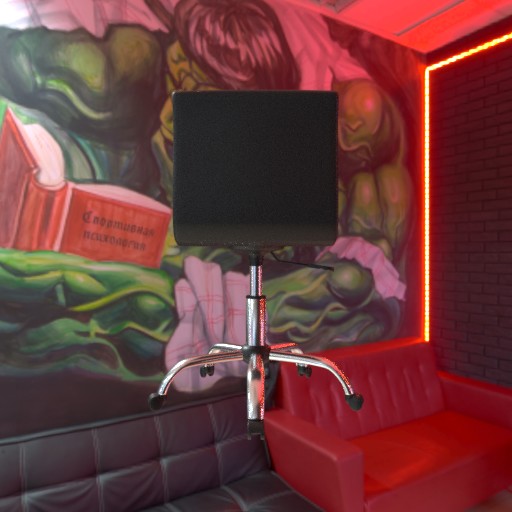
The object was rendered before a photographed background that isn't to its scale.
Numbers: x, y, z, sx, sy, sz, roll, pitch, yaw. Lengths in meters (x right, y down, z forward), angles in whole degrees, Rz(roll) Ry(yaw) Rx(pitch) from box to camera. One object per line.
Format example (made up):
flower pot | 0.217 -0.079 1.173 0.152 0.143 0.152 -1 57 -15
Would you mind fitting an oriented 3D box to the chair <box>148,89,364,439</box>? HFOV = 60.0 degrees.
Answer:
chair | 0.000 0.000 1.191 0.556 0.780 0.530 0 0 0
